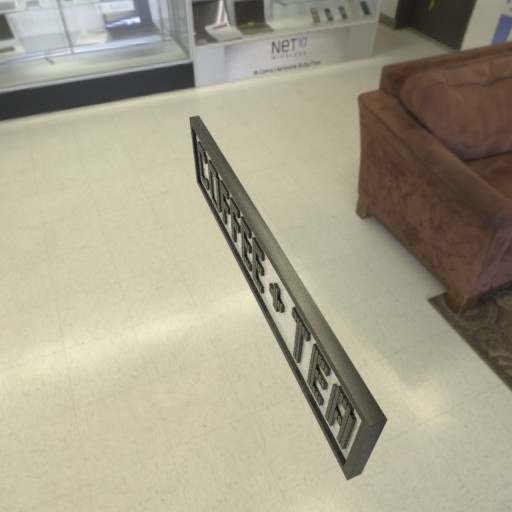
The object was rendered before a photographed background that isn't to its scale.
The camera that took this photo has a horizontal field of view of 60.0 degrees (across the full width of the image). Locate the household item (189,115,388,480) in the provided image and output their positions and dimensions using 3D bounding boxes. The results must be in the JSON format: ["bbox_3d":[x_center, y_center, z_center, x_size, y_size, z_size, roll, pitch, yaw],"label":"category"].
[{"bbox_3d":[0.000,0.000,1.072,0.030,0.236,1.001,-16,48,-15],"label":"household item"}]
